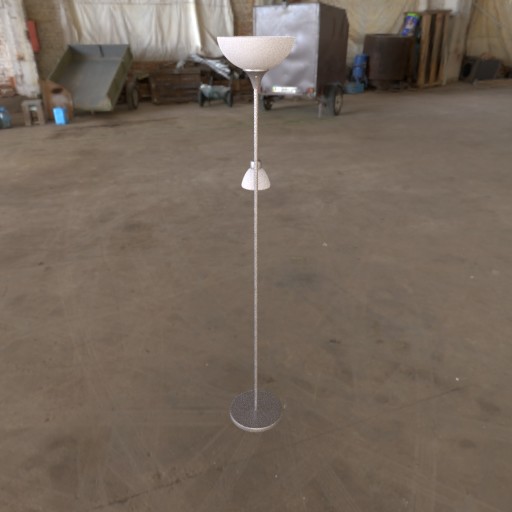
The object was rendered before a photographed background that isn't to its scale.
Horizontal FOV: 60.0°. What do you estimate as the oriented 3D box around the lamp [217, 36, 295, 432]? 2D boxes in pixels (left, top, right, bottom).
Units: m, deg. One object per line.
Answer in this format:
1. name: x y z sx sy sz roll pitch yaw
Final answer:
1. lamp: 0.000 0.000 2.032 0.279 1.804 0.425 0 27 0
